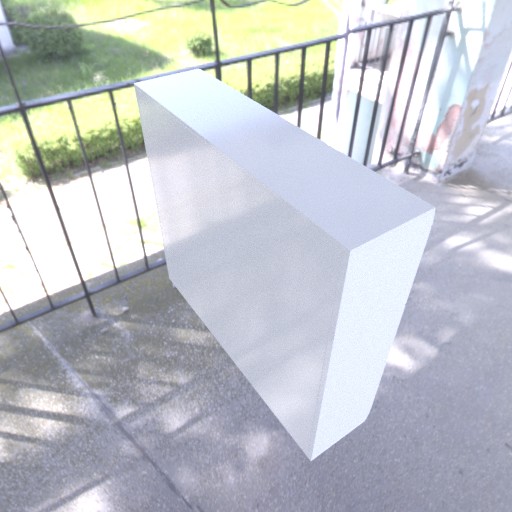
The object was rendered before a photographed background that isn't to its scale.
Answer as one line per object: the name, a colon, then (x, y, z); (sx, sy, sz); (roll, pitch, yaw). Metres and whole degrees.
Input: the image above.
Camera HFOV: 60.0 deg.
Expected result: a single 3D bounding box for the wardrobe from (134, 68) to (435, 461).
wardrobe: (0.000, 0.000, 1.980); (0.360, 1.200, 1.340); (-25, 47, -25)
